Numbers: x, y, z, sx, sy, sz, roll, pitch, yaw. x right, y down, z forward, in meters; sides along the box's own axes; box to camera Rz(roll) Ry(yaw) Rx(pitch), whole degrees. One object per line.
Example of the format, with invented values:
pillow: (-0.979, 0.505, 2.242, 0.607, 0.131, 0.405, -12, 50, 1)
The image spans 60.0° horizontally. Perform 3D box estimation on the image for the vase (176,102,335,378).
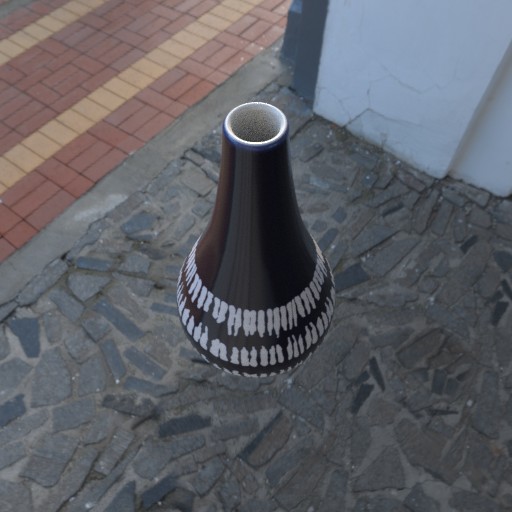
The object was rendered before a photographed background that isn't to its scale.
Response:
vase: (0.000, 0.000, 0.382, 0.159, 0.295, 0.159, 0, 58, 0)
